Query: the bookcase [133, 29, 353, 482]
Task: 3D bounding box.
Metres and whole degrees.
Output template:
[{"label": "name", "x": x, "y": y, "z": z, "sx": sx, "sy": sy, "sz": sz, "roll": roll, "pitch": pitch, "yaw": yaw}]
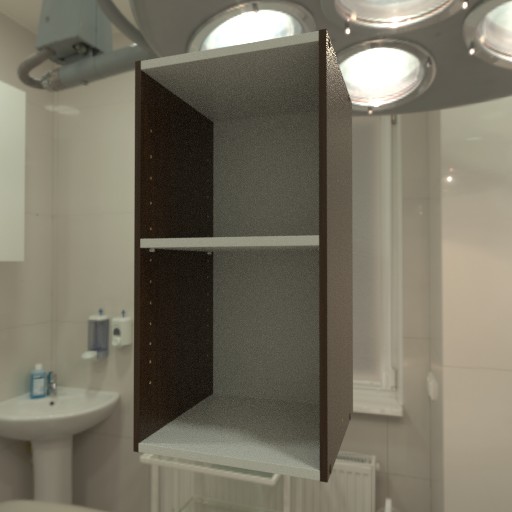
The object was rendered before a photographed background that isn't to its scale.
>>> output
[{"label": "bookcase", "x": 0.000, "y": 0.000, "z": 0.771, "sx": 0.300, "sy": 0.600, "sz": 0.290, "roll": 0, "pitch": -1, "yaw": 19}]
